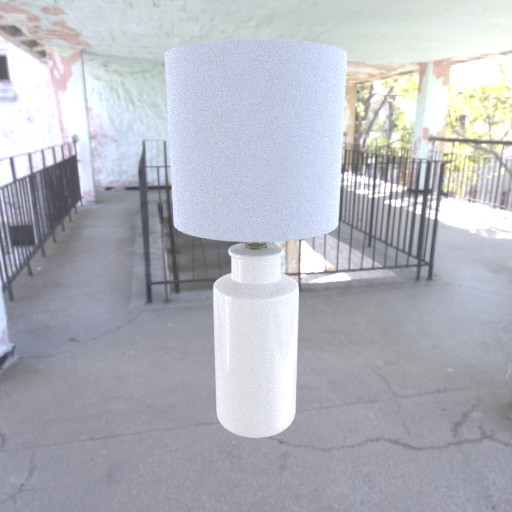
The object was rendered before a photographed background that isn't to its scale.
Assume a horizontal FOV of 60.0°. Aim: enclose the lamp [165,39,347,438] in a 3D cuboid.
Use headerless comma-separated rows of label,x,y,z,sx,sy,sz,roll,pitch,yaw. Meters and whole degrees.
lamp,0.000,0.000,0.593,0.212,0.493,0.212,2,16,8
